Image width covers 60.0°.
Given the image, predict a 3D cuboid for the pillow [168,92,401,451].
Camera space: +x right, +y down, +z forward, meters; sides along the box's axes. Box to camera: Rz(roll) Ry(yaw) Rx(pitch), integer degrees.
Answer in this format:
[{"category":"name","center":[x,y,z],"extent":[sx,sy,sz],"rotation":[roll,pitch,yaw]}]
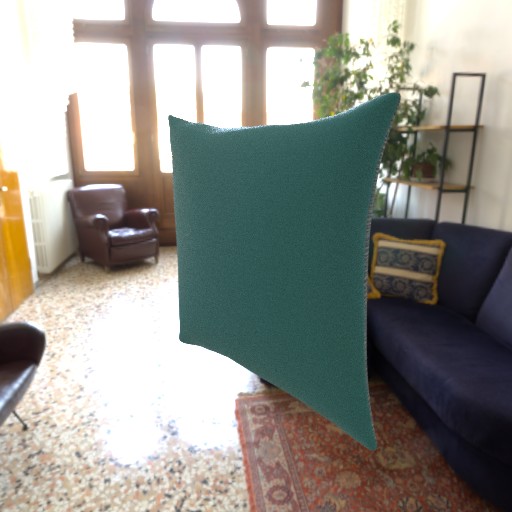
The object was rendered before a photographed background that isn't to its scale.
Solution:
[{"category":"pillow","center":[0.000,0.000,0.766],"extent":[0.150,0.497,0.514],"rotation":[-13,19,-41]}]
